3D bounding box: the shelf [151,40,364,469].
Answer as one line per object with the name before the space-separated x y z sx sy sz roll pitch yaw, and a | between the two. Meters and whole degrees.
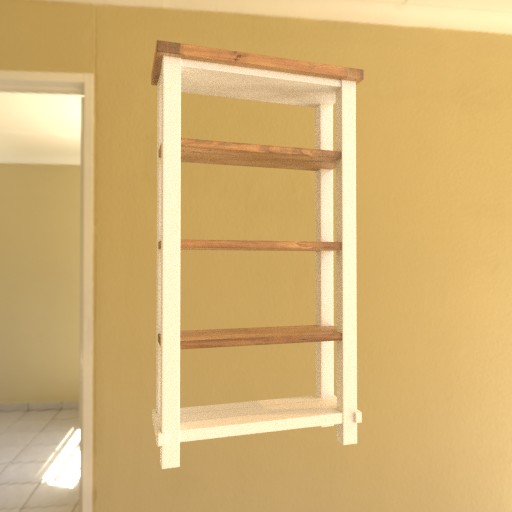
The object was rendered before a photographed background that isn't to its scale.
shelf | 0.000 0.000 2.249 1.022 1.878 0.381 0 -1 -17
